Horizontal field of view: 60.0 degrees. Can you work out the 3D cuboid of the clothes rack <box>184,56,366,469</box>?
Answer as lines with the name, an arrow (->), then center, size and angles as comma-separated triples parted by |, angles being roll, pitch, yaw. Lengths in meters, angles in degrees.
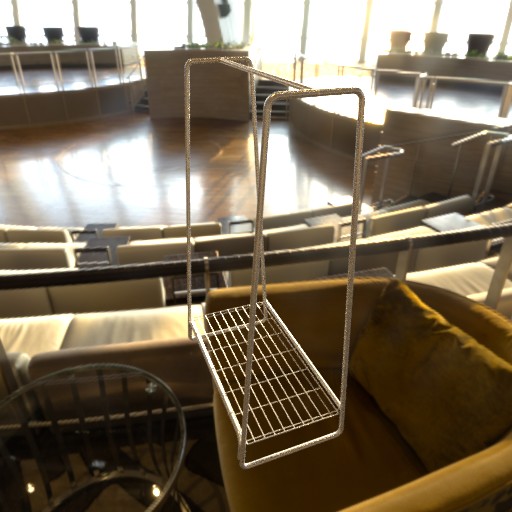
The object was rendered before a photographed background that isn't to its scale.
clothes rack -> 0.000, 0.000, 1.921 | 0.495, 1.500, 0.900 | -11, 31, -19
